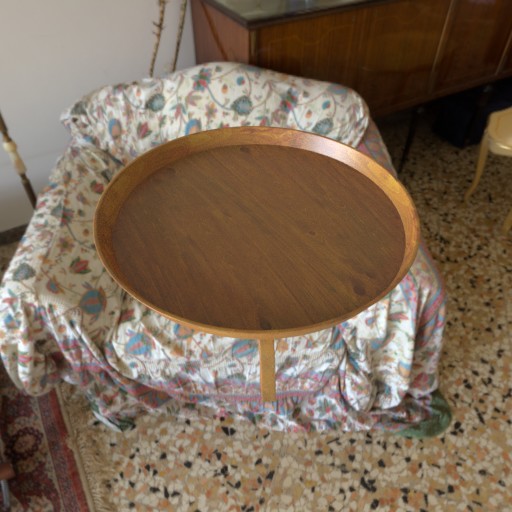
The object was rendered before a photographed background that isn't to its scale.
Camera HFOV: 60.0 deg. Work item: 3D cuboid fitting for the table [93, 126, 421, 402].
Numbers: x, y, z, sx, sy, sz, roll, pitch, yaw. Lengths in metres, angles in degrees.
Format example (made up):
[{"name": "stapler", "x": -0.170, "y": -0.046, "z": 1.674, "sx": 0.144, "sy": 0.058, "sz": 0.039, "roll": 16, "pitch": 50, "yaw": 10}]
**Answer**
[{"name": "table", "x": 0.000, "y": 0.000, "z": 1.579, "sx": 1.016, "sy": 0.470, "sz": 1.016, "roll": 0, "pitch": 45, "yaw": 0}]
